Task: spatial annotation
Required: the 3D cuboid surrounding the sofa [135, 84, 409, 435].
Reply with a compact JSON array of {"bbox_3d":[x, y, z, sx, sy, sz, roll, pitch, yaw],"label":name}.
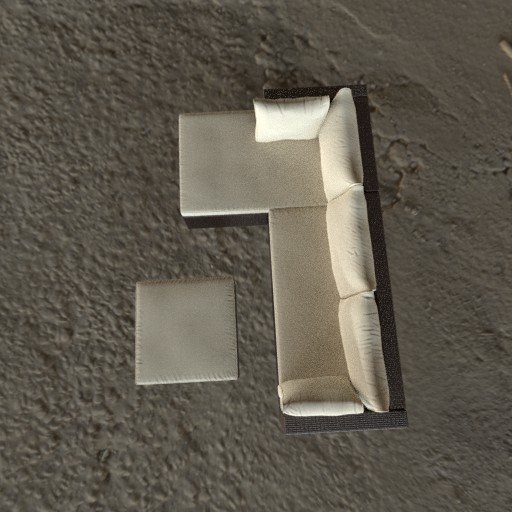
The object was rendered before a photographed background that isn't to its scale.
[{"bbox_3d":[0.000,0.000,2.966,1.612,0.766,2.192,-3,77,-1],"label":"sofa"}]
